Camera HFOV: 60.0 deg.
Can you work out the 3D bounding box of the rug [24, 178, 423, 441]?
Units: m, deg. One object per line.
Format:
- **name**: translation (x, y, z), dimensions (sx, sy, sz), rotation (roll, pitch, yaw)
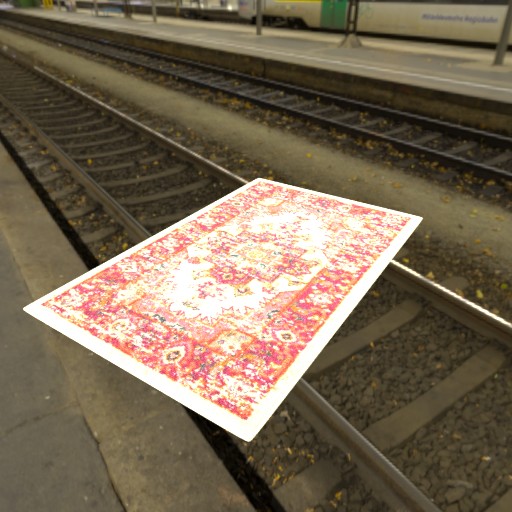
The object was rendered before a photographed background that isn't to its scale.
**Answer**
- **rug**: translation (0.000, 0.000, 1.071), dimensions (0.556, 0.004, 0.868), rotation (19, 36, 28)
